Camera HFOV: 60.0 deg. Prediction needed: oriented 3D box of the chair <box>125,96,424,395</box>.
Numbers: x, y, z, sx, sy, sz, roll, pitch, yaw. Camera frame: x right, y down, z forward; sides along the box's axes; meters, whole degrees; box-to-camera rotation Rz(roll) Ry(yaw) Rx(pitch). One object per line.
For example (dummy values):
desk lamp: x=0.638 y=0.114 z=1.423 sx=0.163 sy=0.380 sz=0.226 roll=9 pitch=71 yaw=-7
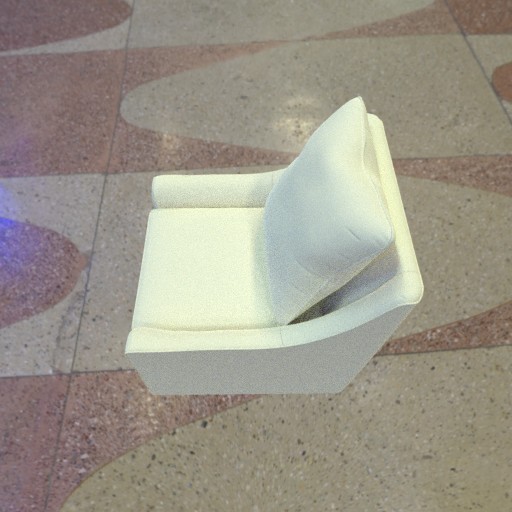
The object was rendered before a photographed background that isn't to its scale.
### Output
chair: x=0.000 y=0.000 z=1.620 sx=0.876 sy=0.965 sz=0.756 roll=-1 pitch=57 yaw=0
